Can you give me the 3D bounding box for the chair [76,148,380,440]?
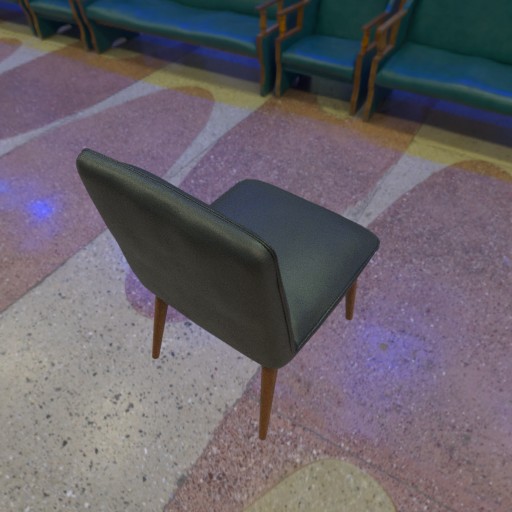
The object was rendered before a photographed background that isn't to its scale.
[{"bbox_3d":[0.000,0.000,1.226,0.543,0.801,0.645,25,51,22],"label":"chair"}]
